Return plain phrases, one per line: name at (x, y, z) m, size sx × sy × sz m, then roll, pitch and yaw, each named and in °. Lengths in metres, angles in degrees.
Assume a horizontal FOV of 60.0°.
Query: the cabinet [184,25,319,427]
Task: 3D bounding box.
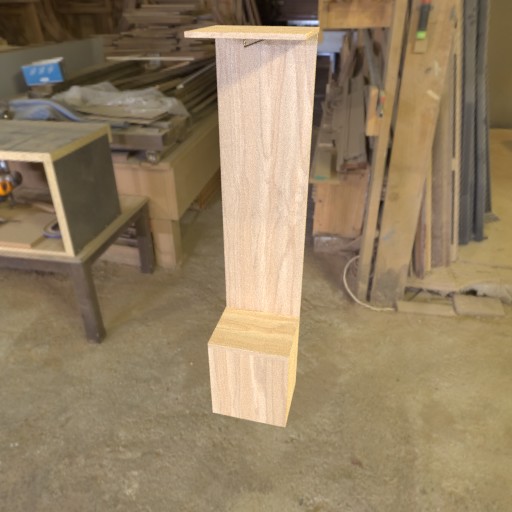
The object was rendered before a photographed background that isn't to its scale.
cabinet at (0.000, 0.000, 2.058) m, size 0.411 × 1.879 × 0.338 m, roll 7°, pitch 32°, yaw 12°
